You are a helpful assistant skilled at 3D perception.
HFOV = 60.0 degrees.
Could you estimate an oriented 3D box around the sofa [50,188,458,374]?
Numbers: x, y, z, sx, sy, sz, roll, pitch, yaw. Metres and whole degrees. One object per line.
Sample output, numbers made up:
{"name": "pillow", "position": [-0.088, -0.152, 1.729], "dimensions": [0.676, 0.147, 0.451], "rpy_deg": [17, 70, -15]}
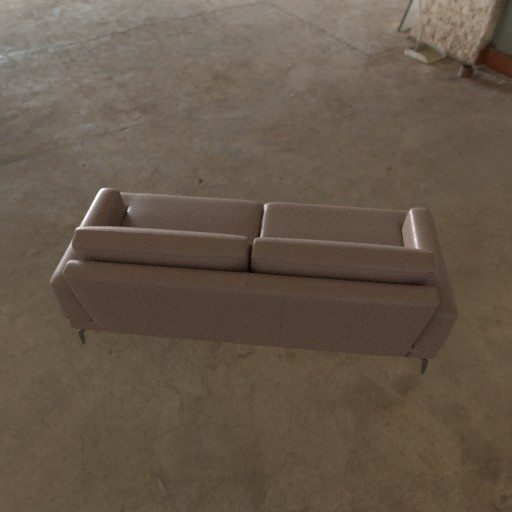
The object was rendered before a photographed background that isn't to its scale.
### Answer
{"name": "sofa", "position": [0.000, 0.000, 2.431], "dimensions": [1.940, 0.765, 0.974], "rpy_deg": [4, 47, 4]}
